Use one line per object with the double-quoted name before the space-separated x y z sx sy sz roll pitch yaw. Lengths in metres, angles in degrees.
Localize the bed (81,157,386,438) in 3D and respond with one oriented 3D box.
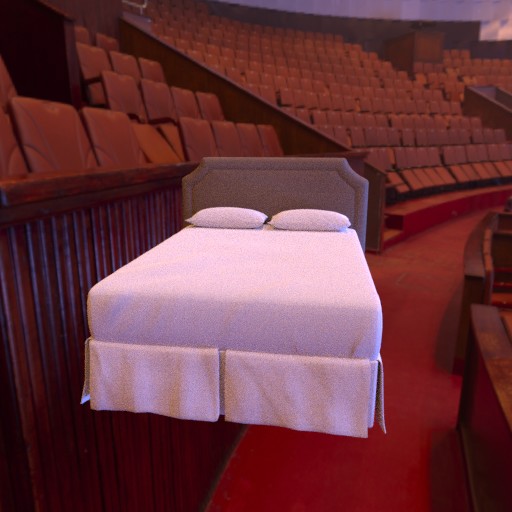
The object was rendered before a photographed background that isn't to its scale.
"bed" 0.000 0.000 3.130 1.693 1.290 2.116 2 15 8
